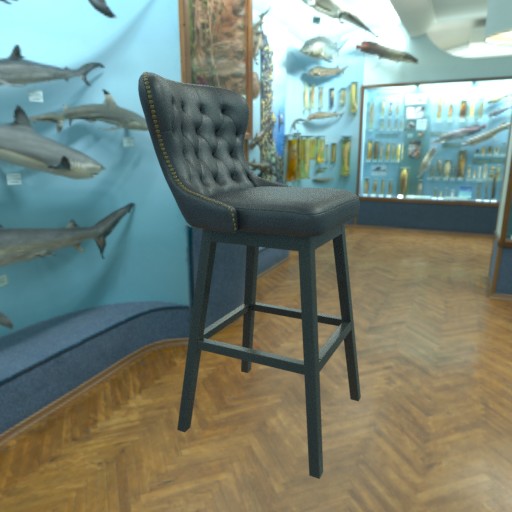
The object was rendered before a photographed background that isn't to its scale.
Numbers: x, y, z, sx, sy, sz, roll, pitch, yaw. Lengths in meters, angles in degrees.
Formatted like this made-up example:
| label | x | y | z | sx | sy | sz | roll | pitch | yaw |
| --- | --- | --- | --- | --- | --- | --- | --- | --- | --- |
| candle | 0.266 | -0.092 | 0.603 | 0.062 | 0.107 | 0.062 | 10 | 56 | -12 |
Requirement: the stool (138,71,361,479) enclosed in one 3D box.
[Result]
| label | x | y | z | sx | sy | sz | roll | pitch | yaw |
| --- | --- | --- | --- | --- | --- | --- | --- | --- | --- |
| stool | 0.000 | 0.000 | 1.367 | 0.601 | 1.050 | 0.528 | 7 | 16 | 26 |
